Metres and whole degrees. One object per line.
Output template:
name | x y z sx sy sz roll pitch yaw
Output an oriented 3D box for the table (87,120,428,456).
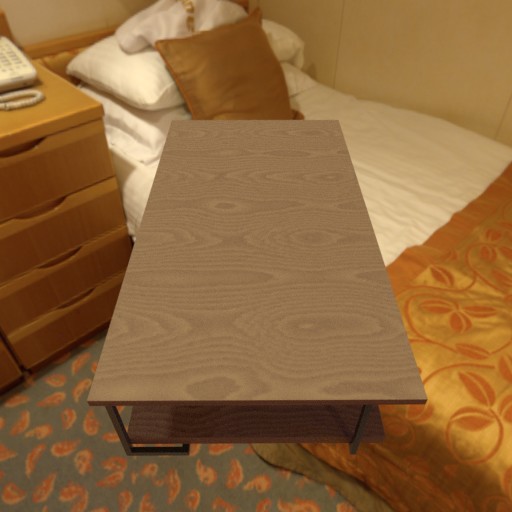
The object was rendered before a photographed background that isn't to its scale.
table | 0.000 0.000 1.404 0.651 0.347 1.197 0 42 0
